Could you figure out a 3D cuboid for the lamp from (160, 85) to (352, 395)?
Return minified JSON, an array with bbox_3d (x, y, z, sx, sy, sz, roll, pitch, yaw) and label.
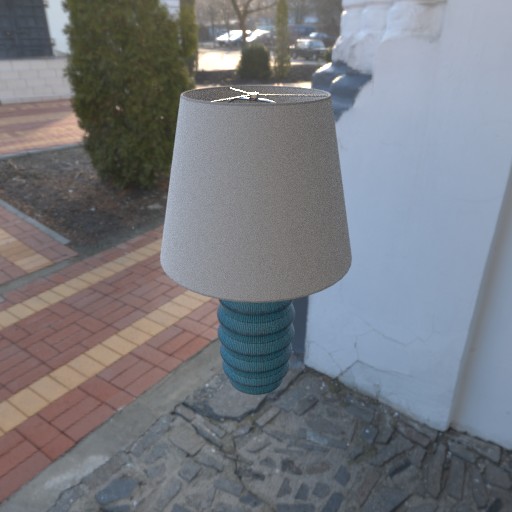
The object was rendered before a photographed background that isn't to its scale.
[{"bbox_3d":[0.000,0.000,0.839,0.355,0.582,0.355,0,27,0],"label":"lamp"}]
